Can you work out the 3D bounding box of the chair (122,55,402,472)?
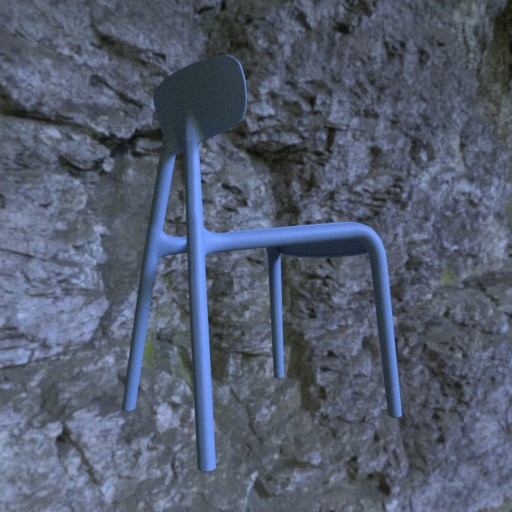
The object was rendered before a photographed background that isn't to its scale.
[{"bbox_3d":[0.000,0.000,0.827,0.401,0.580,0.356,1,-1,-36],"label":"chair"}]
